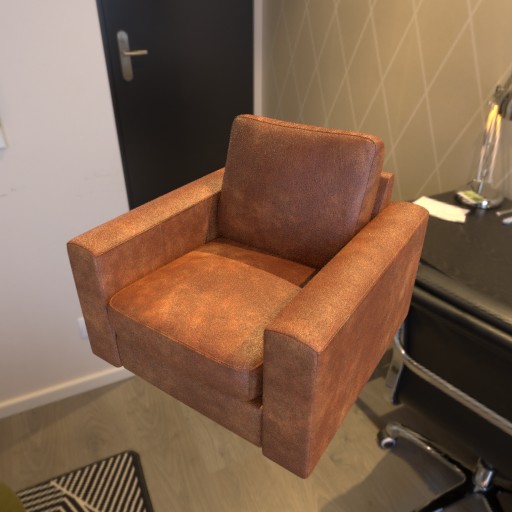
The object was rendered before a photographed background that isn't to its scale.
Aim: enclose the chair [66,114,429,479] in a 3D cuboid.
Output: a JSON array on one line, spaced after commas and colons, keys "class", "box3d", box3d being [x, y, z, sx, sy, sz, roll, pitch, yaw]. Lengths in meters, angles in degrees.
[{"class": "chair", "box3d": [0.000, 0.000, 1.707, 1.005, 0.873, 1.016, 19, 36, 29]}]
